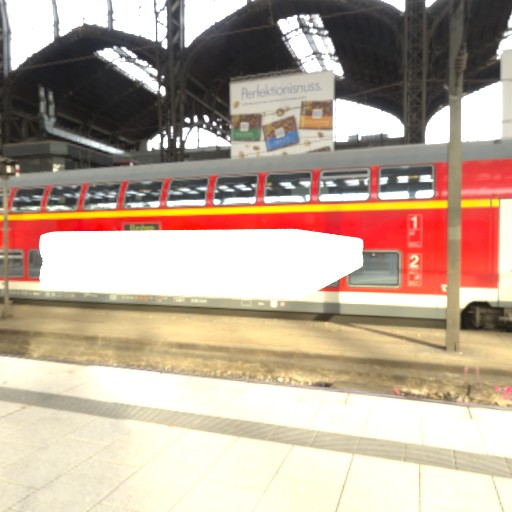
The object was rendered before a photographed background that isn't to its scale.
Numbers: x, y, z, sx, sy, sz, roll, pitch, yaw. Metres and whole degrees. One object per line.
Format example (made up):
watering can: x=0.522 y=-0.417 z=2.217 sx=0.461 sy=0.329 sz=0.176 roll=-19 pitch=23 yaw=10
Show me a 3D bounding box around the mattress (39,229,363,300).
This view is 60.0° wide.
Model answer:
mattress: x=0.000 y=0.000 z=2.236 sx=0.900 sy=0.200 sz=1.900 roll=0 pitch=2 yaw=18
